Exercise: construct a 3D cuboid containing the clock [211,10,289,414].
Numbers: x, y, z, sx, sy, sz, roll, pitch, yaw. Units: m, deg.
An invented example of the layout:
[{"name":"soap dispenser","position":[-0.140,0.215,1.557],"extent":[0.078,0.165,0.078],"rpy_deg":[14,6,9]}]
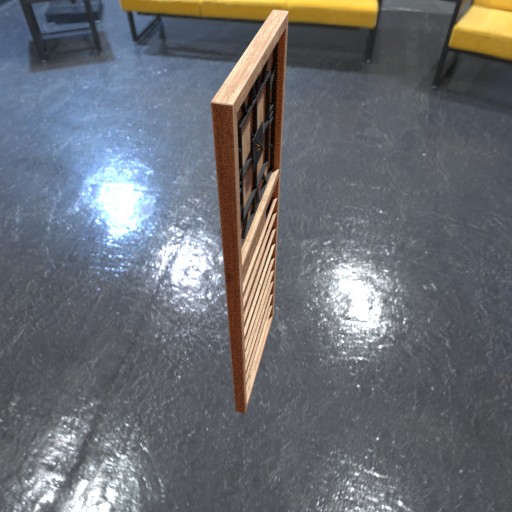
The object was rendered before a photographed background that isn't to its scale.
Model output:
[{"name":"clock","position":[0.000,0.000,1.057],"extent":[0.030,0.965,0.361],"rpy_deg":[11,48,10]}]
